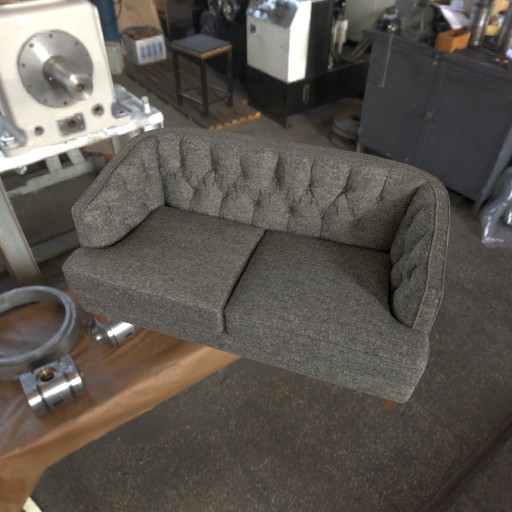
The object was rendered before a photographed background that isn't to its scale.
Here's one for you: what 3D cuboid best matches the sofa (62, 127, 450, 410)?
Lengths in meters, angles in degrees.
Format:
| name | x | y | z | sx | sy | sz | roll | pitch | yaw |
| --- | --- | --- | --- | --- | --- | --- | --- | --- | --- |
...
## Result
| name | x | y | z | sx | sy | sz | roll | pitch | yaw |
| --- | --- | --- | --- | --- | --- | --- | --- | --- | --- |
| sofa | 0.000 | 0.000 | 2.272 | 1.733 | 0.855 | 0.941 | 13 | 43 | 14 |
